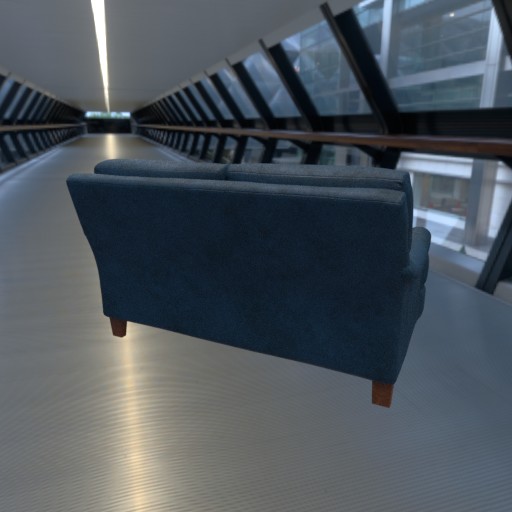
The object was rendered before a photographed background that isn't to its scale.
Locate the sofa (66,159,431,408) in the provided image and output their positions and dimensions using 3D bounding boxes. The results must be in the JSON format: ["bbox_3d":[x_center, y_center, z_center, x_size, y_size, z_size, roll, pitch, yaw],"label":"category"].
[{"bbox_3d":[0.000,0.000,2.585,1.853,1.101,1.084,8,17,26],"label":"sofa"}]
